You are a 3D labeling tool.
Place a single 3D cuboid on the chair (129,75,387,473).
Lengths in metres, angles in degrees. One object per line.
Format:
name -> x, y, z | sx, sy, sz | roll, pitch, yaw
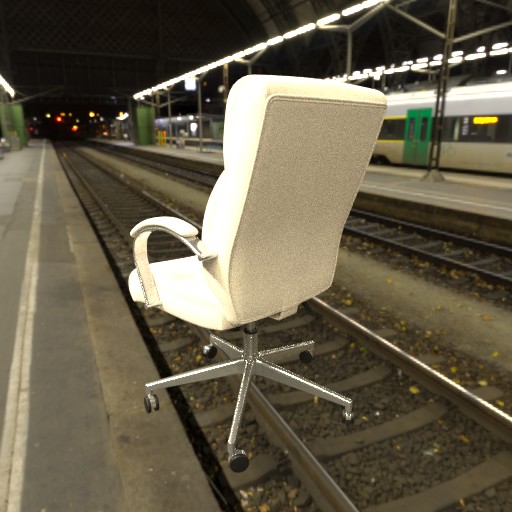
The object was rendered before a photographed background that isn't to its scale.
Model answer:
chair -> 0.000, 0.000, 1.541 | 0.745, 1.099, 0.727 | 15, 21, 42
